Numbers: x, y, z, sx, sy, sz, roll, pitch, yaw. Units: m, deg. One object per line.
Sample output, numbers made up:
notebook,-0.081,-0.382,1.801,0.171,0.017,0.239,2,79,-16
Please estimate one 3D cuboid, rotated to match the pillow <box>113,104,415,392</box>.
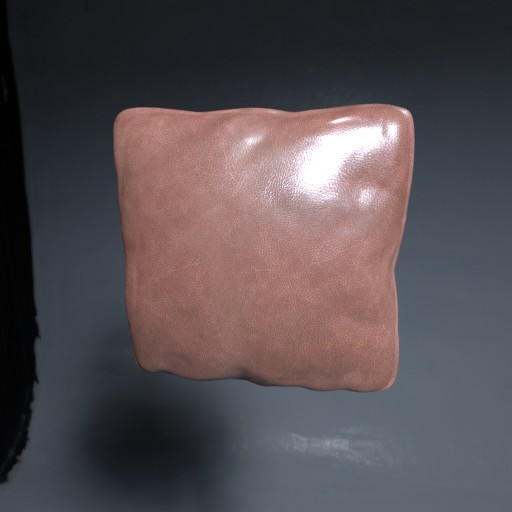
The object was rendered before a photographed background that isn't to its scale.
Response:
pillow,0.000,0.000,0.811,0.532,0.523,0.236,3,15,10
